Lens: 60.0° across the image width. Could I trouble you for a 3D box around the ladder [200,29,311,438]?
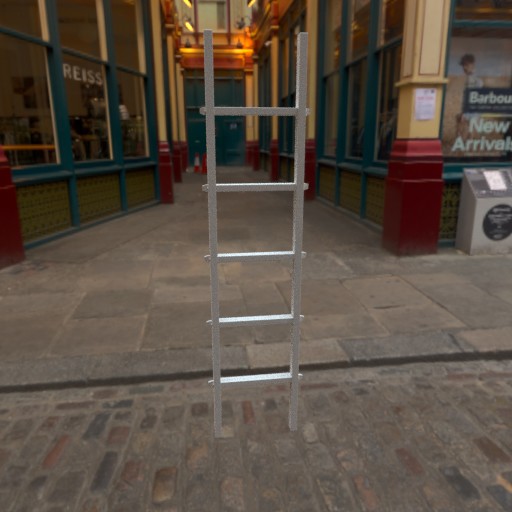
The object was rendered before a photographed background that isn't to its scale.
[{"bbox_3d":[0.000,0.000,1.957,0.452,1.797,0.051,-2,15,-8],"label":"ladder"}]
